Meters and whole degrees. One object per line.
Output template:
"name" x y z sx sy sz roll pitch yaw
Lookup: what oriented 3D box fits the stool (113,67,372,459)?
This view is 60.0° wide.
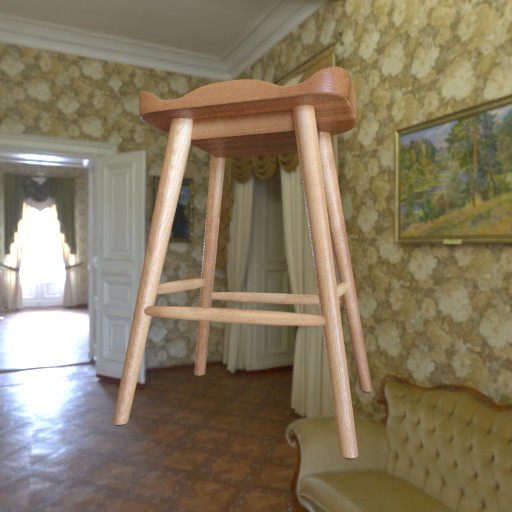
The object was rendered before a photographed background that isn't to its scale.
"stool" 0.000 0.000 0.903 0.440 0.615 0.361 0 1 18
